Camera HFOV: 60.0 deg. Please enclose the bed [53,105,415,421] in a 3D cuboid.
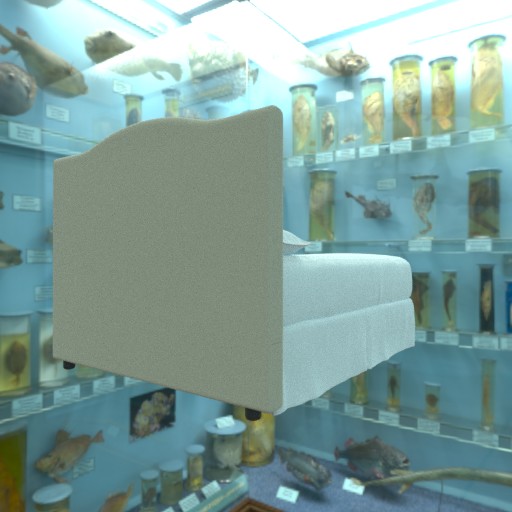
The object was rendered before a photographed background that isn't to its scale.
[{"bbox_3d":[0.000,0.000,3.224,1.753,1.460,2.143,0,0,37],"label":"bed"}]
